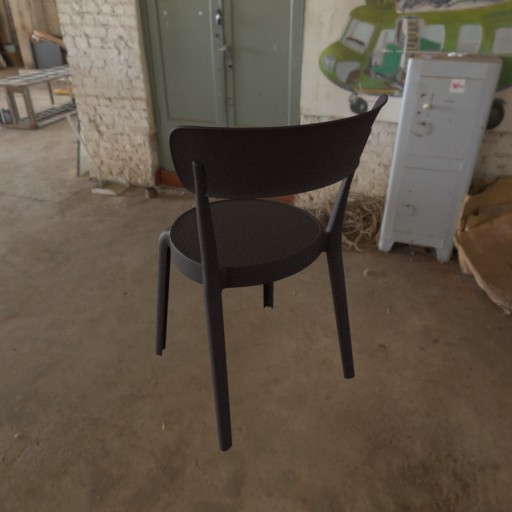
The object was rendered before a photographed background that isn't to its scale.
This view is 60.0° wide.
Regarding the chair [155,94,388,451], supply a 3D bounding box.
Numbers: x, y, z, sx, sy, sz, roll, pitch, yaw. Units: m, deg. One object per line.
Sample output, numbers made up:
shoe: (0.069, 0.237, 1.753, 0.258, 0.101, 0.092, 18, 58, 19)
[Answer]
chair: (0.000, 0.000, 1.136, 0.506, 0.790, 0.491, -19, 35, -29)
